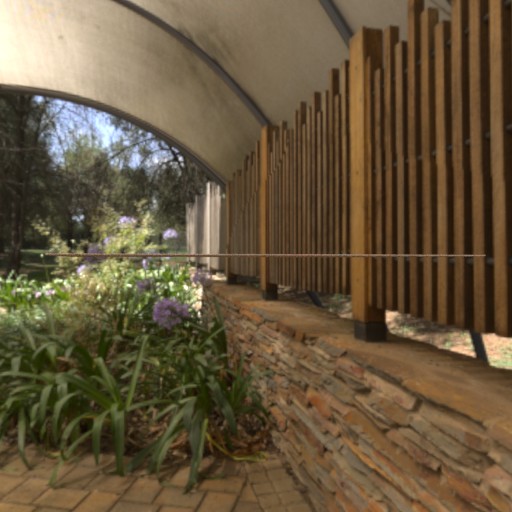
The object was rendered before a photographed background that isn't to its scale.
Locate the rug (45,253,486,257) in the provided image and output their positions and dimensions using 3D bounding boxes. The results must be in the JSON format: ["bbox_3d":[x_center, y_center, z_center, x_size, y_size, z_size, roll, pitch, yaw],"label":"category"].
[{"bbox_3d":[0.000,0.000,3.019,2.440,0.010,1.545,0,0,-19],"label":"rug"}]
